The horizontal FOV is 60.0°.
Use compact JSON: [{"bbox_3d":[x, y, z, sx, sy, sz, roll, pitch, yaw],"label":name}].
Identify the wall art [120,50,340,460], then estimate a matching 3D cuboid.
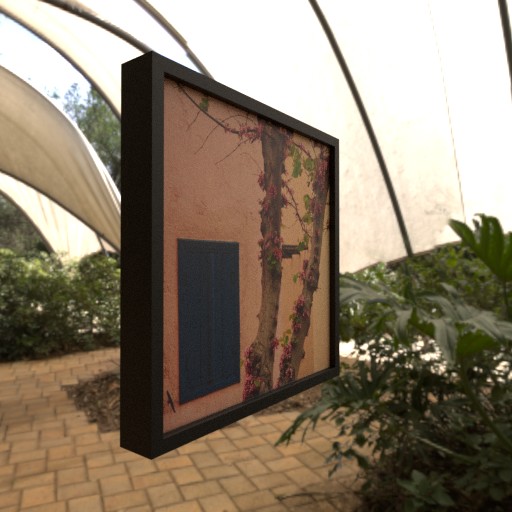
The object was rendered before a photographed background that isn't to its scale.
[{"bbox_3d":[0.000,0.000,0.461,0.038,0.304,0.305,0,-1,37],"label":"wall art"}]
